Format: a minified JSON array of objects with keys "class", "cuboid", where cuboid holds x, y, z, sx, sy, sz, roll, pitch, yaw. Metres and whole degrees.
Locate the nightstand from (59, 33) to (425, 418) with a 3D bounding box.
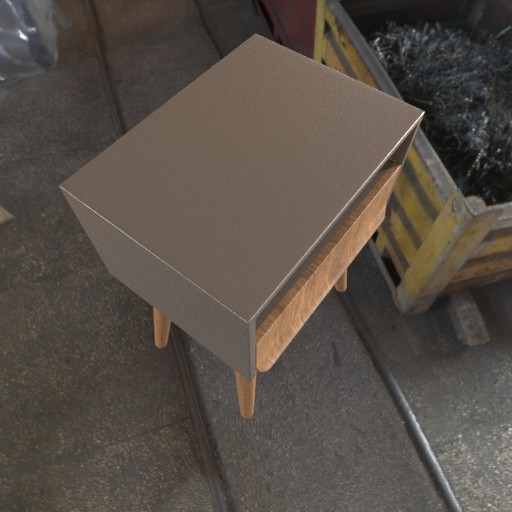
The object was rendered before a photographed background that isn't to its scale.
[{"class":"nightstand","cuboid":[0.000,0.000,0.756,0.288,0.508,0.370,33,64,18]}]
